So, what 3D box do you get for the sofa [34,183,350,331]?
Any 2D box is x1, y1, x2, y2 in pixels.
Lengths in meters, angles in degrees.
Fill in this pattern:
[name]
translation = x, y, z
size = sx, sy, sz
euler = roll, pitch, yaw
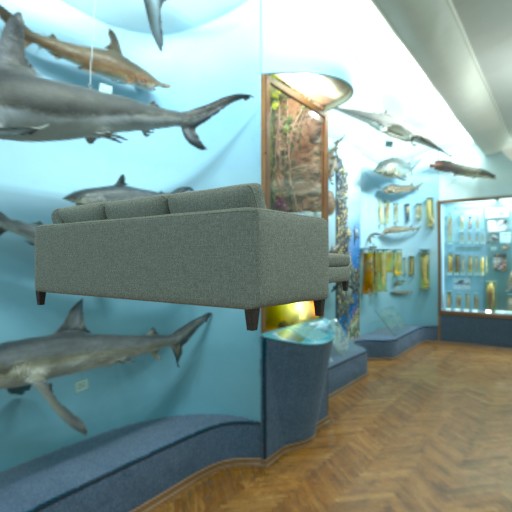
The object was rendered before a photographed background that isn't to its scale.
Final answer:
[sofa]
translation = 0.000, 0.000, 4.611
size = 2.551, 0.889, 3.403
euler = 0, 0, 37
